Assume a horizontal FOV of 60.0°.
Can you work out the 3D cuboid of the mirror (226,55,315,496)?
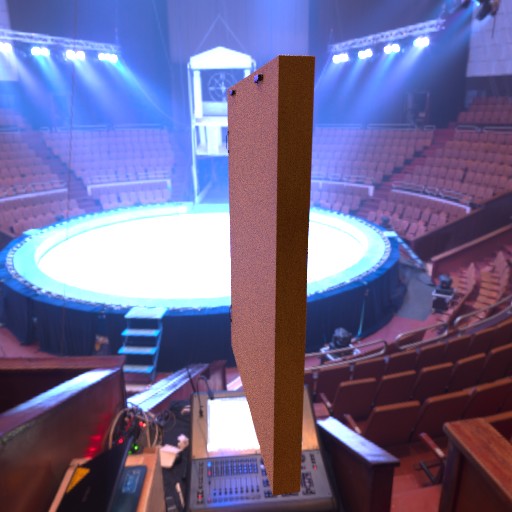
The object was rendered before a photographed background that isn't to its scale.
[{"bbox_3d":[0.000,0.000,0.678,0.041,0.509,0.406,-3,16,-10],"label":"mirror"}]
